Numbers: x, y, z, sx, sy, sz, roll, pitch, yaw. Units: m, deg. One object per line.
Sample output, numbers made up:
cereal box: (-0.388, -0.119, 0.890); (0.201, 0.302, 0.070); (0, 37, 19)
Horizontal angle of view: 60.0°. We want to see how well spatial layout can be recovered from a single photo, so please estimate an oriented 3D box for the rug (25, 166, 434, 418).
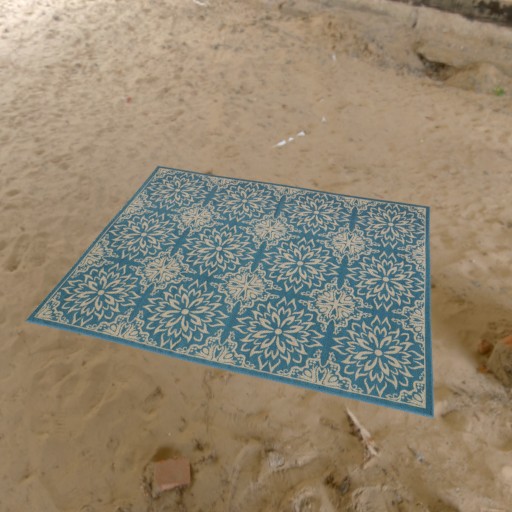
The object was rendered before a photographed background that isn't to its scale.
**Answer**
rug: (0.000, 0.000, 3.887); (2.964, 0.018, 2.350); (11, 43, 11)
